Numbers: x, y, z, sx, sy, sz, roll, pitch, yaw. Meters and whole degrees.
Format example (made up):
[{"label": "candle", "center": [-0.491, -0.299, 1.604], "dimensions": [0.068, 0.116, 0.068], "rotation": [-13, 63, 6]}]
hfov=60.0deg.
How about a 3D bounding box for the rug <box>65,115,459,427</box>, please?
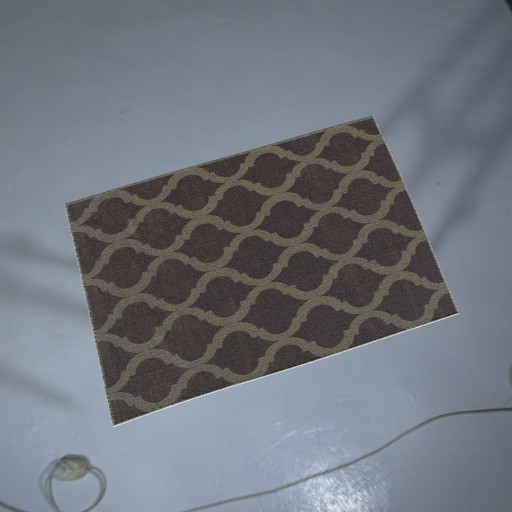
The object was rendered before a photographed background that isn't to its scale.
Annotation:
[{"label": "rug", "center": [0.000, 0.000, 2.948], "dimensions": [2.284, 0.008, 1.522], "rotation": [-17, 75, -5]}]
